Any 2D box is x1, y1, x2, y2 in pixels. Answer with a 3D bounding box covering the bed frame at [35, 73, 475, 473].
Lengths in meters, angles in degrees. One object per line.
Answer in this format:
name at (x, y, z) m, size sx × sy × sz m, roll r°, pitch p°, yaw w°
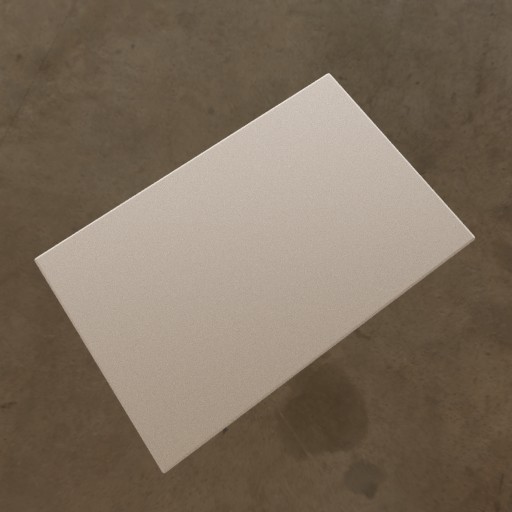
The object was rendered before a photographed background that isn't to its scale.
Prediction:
bed frame at (0.000, 0.000, 3.738) m, size 2.987 × 0.440 × 1.930 m, roll -35°, pitch 77°, yaw -9°
